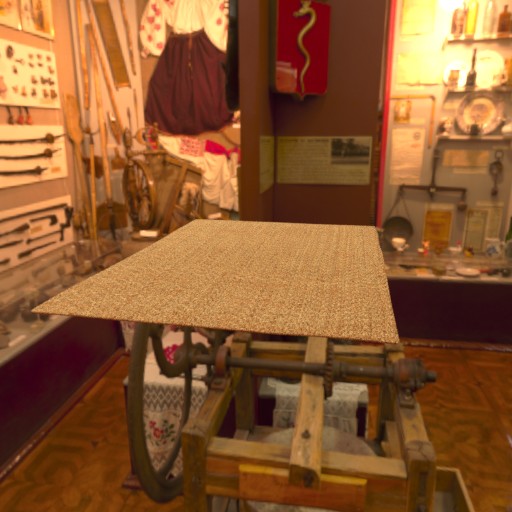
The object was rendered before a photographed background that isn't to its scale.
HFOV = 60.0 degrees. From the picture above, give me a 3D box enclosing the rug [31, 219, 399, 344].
[{"bbox_3d":[0.000,0.000,2.760,1.566,0.013,2.141,3,16,11],"label":"rug"}]
